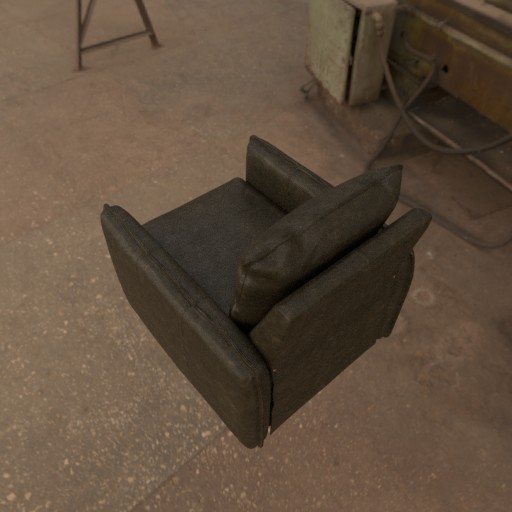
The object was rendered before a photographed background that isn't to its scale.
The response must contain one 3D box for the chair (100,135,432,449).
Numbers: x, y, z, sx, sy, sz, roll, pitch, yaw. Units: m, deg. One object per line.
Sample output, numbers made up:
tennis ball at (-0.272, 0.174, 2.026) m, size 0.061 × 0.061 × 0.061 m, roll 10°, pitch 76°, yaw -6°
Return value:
chair at (0.000, 0.000, 1.642) m, size 0.830 × 0.921 × 0.921 m, roll -32°, pitch 55°, yaw -26°
